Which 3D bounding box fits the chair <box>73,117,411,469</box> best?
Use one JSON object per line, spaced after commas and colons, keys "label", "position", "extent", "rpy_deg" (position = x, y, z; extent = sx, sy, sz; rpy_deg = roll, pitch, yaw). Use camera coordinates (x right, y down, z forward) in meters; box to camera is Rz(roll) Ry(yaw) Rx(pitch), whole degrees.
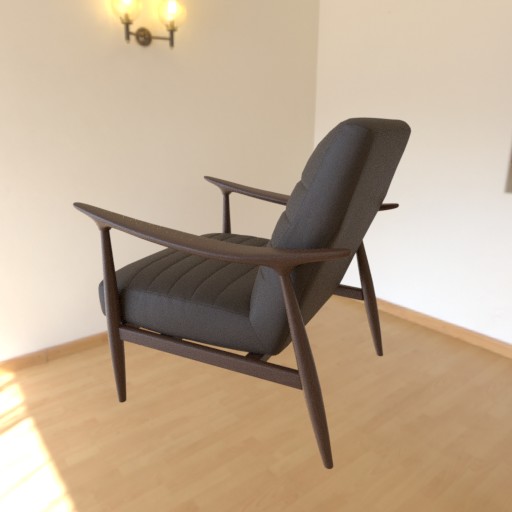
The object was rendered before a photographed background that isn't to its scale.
{"label": "chair", "position": [0.000, 0.000, 1.395], "extent": [0.798, 0.831, 0.741], "rpy_deg": [8, 19, 25]}
